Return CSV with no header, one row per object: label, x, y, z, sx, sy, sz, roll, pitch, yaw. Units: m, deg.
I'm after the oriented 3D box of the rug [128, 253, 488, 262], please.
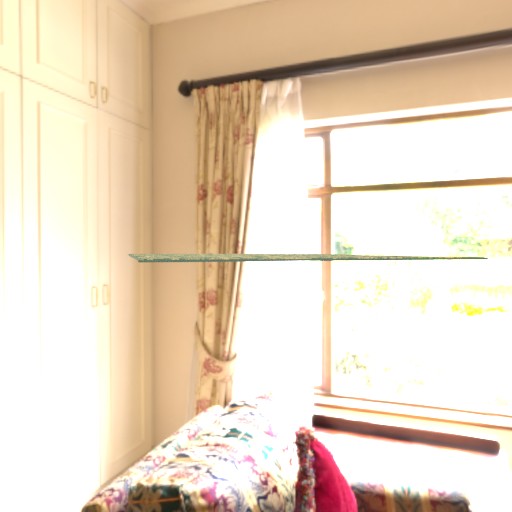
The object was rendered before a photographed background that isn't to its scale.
rug,0.000,0.000,2.854,1.554,0.012,2.205,0,1,-17
